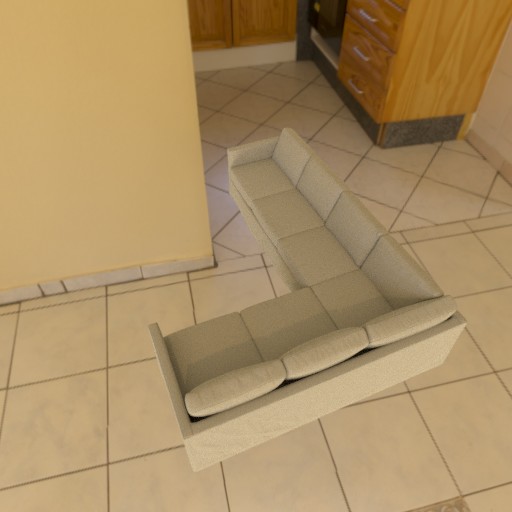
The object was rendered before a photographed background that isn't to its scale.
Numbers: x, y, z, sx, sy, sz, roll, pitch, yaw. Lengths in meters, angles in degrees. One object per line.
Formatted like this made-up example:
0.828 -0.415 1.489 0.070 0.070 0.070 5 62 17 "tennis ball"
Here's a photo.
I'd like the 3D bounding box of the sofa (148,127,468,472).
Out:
0.000 0.000 4.459 2.432 0.871 3.182 -17 49 -16 "sofa"
